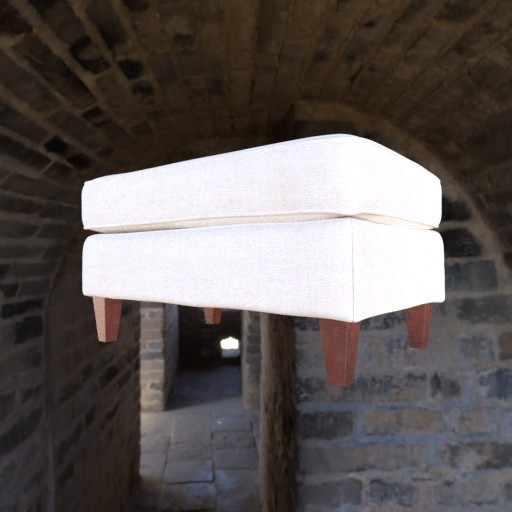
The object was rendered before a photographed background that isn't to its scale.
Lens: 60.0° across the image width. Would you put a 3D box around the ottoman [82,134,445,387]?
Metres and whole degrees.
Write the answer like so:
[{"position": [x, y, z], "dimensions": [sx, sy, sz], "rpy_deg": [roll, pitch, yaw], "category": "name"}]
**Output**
[{"position": [0.000, 0.000, 1.227], "dimensions": [0.862, 0.484, 0.583], "rpy_deg": [-1, -1, 37], "category": "ottoman"}]
